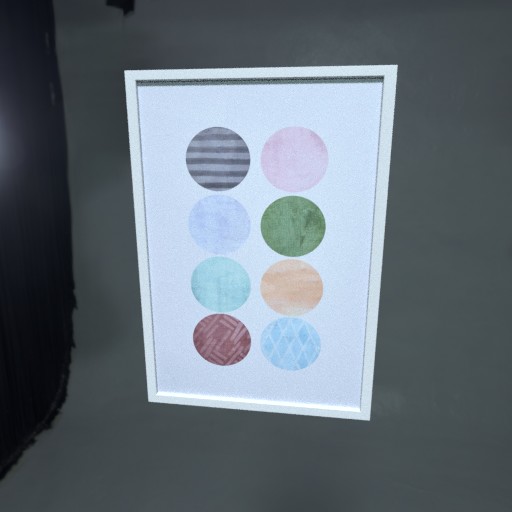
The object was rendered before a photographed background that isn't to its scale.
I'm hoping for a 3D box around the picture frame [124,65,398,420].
[{"bbox_3d":[0.000,0.000,0.553,0.305,0.434,0.013,2,15,8],"label":"picture frame"}]
